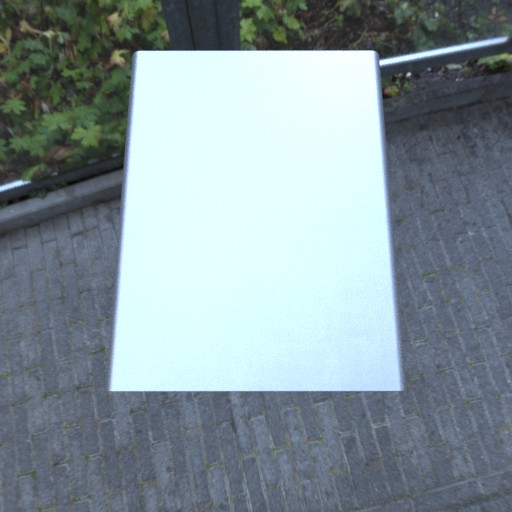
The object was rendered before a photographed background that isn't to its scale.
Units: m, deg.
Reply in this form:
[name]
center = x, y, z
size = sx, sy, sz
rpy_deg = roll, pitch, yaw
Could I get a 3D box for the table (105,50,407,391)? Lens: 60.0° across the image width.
[table]
center = 0.000, 0.000, 1.362
size = 0.584, 0.876, 0.762
rpy_deg = 0, 75, 0
